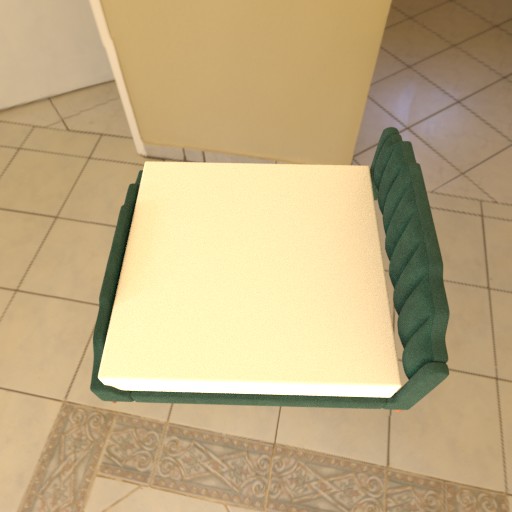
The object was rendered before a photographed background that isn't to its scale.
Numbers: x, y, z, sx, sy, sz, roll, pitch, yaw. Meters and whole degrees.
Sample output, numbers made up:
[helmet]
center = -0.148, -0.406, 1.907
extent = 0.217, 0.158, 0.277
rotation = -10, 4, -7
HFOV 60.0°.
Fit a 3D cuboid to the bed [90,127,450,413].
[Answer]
[bed]
center = 0.000, 0.000, 3.478
extent = 2.340, 1.245, 2.074
rotation = 1, 58, 1
